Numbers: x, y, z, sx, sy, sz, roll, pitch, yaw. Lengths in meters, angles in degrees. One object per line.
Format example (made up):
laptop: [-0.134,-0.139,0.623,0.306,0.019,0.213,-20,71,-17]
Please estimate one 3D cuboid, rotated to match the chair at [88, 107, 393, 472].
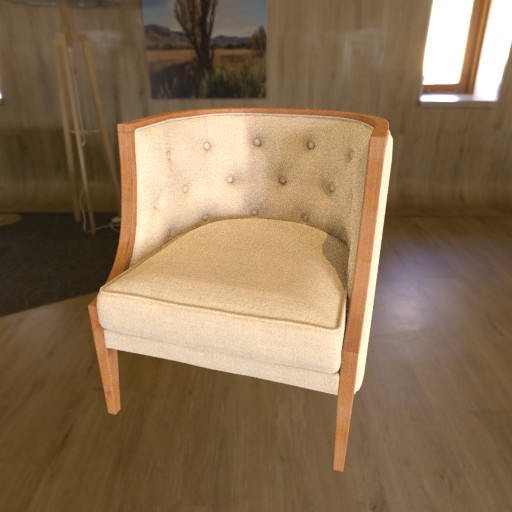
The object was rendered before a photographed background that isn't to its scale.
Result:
chair: [0.000,0.000,1.336,0.711,0.775,0.757,7,26,16]
